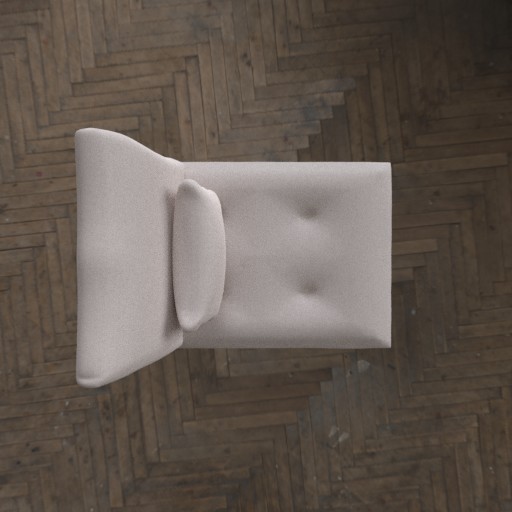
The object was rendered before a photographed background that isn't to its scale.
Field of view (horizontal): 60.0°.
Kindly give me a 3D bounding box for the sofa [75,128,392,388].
[{"bbox_3d":[0.000,0.000,1.528,1.000,0.820,0.700,0,91,0],"label":"sofa"}]
